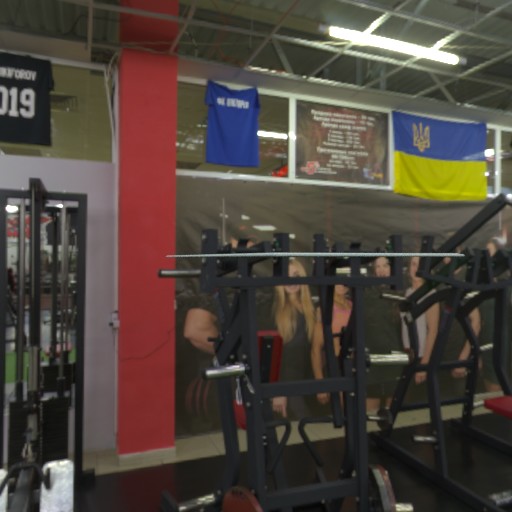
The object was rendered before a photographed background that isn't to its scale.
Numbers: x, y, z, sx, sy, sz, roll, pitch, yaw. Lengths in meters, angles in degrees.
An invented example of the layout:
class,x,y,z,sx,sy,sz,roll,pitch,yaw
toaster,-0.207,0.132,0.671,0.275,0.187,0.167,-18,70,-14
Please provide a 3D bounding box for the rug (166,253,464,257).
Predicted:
class,x,y,z,sx,sy,sz,roll,pitch,yaw
rug,0.000,0.000,2.349,0.662,0.011,2.196,0,0,-19
